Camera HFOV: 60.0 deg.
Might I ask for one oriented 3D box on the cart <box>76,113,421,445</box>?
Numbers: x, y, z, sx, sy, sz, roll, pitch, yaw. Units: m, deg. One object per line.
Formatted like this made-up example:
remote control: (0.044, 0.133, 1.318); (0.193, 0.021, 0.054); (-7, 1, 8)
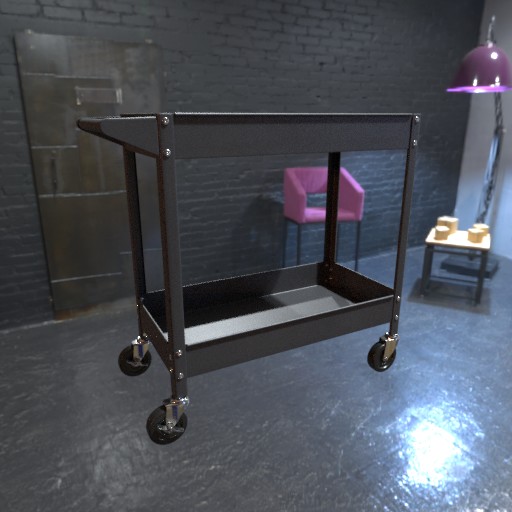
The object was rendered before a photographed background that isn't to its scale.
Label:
cart: (0.000, 0.000, 1.175); (0.779, 0.719, 0.366); (-9, 20, -26)
